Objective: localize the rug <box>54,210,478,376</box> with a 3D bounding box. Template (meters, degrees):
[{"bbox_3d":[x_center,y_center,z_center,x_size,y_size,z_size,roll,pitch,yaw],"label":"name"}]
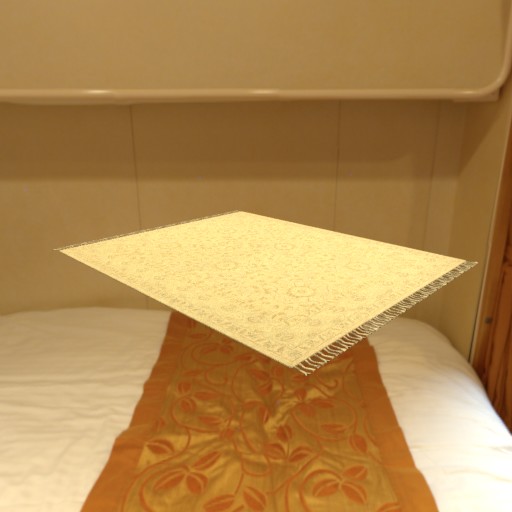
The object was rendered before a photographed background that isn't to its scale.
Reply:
[{"bbox_3d":[0.000,0.000,4.028,3.043,0.013,2.444,17,25,42],"label":"rug"}]
